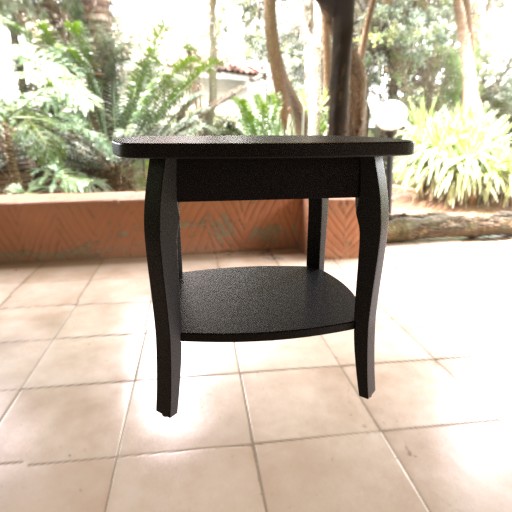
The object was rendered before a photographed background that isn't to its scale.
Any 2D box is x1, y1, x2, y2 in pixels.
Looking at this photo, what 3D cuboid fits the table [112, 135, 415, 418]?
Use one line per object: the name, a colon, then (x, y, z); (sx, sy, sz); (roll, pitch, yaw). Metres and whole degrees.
table: (0.000, 0.000, 0.890); (0.508, 0.457, 0.457); (-3, 17, -8)
